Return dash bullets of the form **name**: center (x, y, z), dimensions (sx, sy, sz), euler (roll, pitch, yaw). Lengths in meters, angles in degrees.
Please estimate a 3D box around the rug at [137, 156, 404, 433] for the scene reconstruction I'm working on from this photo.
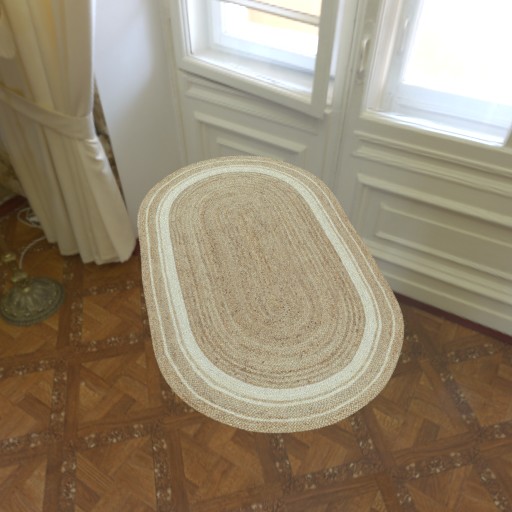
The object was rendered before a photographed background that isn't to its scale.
- **rug**: center (0.000, 0.000, 2.997), dimensions (1.520, 0.006, 2.432), euler (-11, 47, -10)
